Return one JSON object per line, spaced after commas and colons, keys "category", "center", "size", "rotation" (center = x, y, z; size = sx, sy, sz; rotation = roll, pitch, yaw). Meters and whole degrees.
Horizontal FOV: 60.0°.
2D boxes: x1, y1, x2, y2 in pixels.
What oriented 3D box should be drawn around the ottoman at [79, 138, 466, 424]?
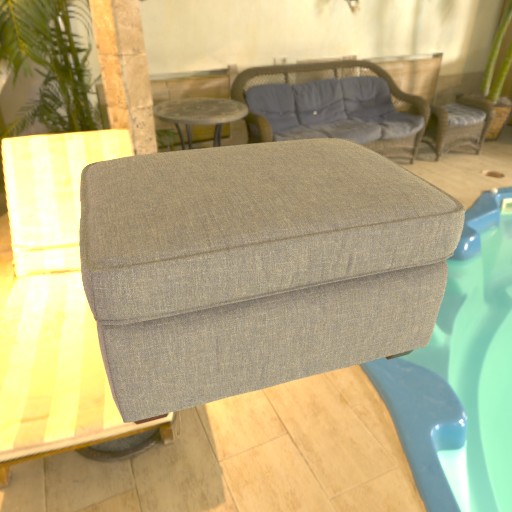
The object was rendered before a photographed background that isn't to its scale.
{"category": "ottoman", "center": [0.000, 0.000, 1.091], "size": [0.762, 0.457, 0.559], "rotation": [-10, 32, -16]}
